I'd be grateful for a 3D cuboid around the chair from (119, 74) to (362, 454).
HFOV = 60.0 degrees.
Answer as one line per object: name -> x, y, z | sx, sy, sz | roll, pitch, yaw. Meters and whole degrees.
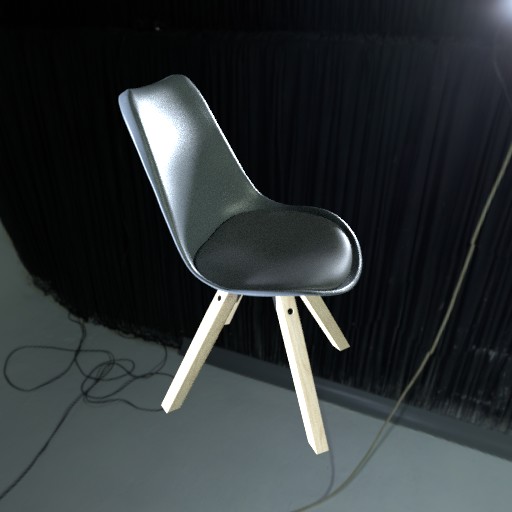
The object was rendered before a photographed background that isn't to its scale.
chair -> 0.000, 0.000, 1.178 | 0.550, 0.850, 0.485 | 9, 32, 15
